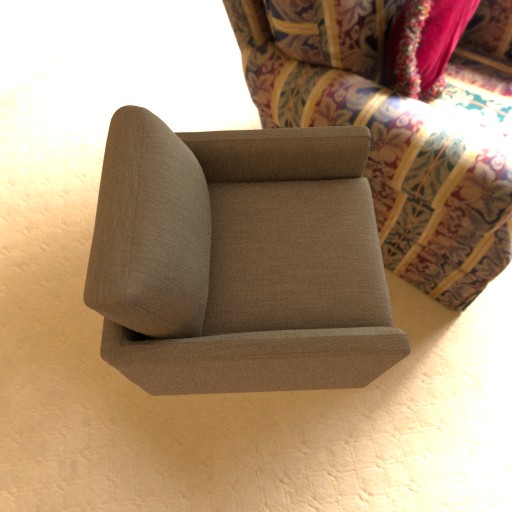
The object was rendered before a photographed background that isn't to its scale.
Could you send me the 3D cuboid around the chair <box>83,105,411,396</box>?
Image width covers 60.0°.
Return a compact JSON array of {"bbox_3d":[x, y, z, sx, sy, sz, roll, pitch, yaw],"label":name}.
[{"bbox_3d":[0.000,0.000,1.456,0.834,0.811,0.763,-2,65,-1],"label":"chair"}]
